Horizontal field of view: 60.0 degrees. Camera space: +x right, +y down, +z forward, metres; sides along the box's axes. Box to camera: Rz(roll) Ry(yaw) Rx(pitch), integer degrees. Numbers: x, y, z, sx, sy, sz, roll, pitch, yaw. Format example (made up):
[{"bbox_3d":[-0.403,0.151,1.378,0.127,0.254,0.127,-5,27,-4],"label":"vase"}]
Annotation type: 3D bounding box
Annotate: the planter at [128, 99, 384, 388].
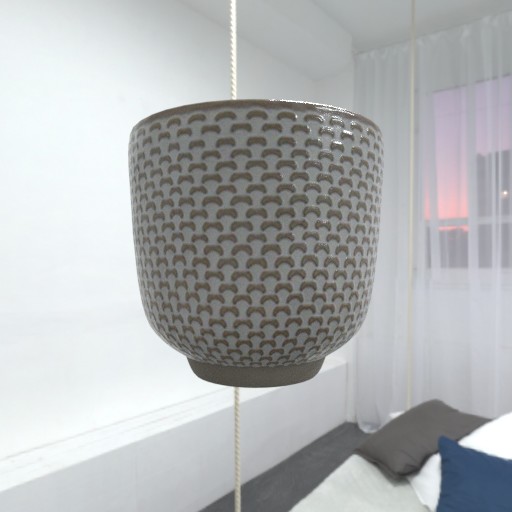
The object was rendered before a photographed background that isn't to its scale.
[{"bbox_3d":[0.000,0.000,0.250,0.139,0.130,0.139,0,0,0],"label":"planter"}]
